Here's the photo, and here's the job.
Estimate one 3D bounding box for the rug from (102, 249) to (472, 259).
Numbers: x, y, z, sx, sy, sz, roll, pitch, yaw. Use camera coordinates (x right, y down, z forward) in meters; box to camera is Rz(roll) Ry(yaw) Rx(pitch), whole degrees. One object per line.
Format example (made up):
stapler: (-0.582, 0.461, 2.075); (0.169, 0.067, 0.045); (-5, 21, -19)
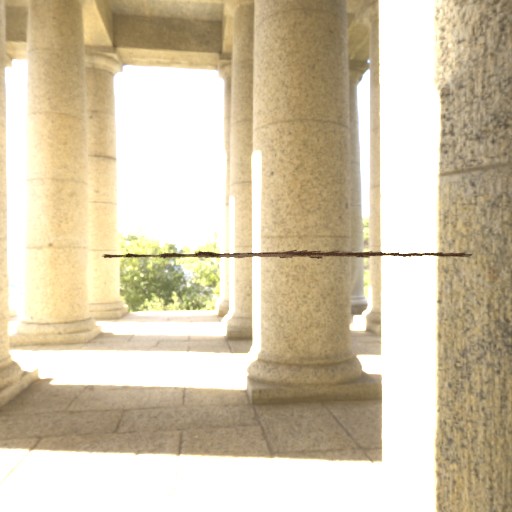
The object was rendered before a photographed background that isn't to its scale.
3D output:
rug: (0.000, 0.000, 3.231); (1.778, 0.048, 2.450); (0, -1, -37)
